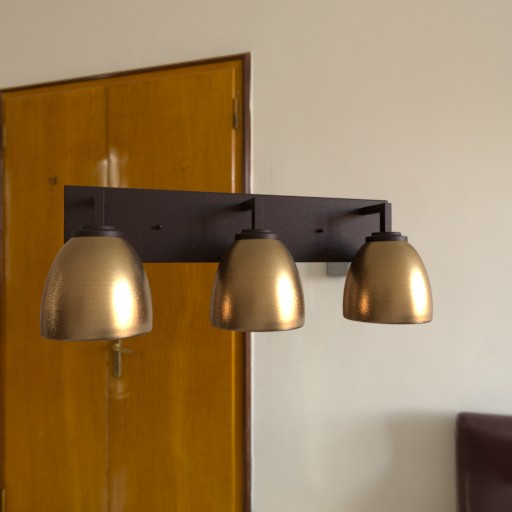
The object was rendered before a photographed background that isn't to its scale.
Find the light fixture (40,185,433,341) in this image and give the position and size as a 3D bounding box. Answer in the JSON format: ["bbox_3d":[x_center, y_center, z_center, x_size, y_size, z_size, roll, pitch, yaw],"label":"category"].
[{"bbox_3d":[0.000,0.000,0.661,0.582,0.204,0.157,0,0,-18],"label":"light fixture"}]
